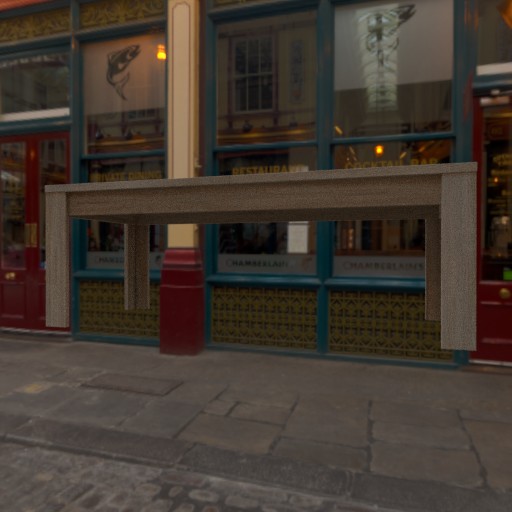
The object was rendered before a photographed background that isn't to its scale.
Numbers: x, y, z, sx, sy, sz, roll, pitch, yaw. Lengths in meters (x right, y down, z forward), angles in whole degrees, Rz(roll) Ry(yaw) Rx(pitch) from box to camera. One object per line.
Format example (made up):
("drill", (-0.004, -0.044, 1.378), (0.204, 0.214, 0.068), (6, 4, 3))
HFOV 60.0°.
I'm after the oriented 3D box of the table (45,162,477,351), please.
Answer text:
("table", (0.000, 0.000, 2.600), (2.200, 0.790, 0.900), (0, 0, 17))
